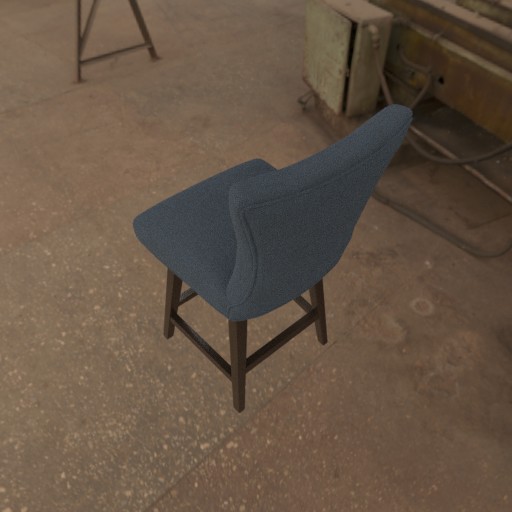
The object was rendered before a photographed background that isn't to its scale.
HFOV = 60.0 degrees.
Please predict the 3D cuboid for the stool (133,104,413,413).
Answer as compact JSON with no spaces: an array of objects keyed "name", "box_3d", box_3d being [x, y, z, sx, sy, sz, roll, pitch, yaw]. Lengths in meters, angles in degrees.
[{"name":"stool","box_3d":[0.000,0.000,1.353,0.514,1.000,0.574,-32,54,-27]}]
